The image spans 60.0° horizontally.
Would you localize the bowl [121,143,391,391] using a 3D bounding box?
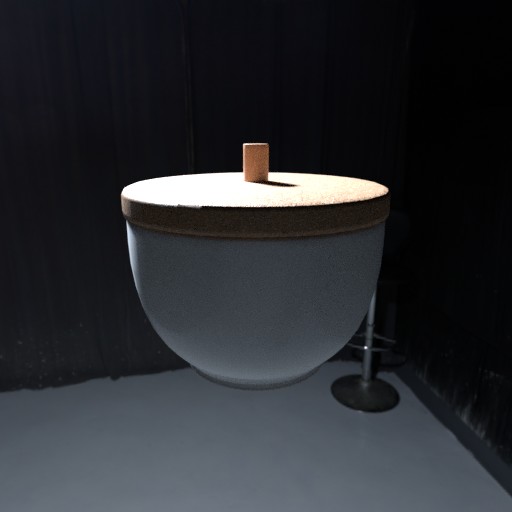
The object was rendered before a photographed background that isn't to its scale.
[{"bbox_3d":[0.000,0.000,0.225,0.126,0.110,0.126,0,16,0],"label":"bowl"}]
